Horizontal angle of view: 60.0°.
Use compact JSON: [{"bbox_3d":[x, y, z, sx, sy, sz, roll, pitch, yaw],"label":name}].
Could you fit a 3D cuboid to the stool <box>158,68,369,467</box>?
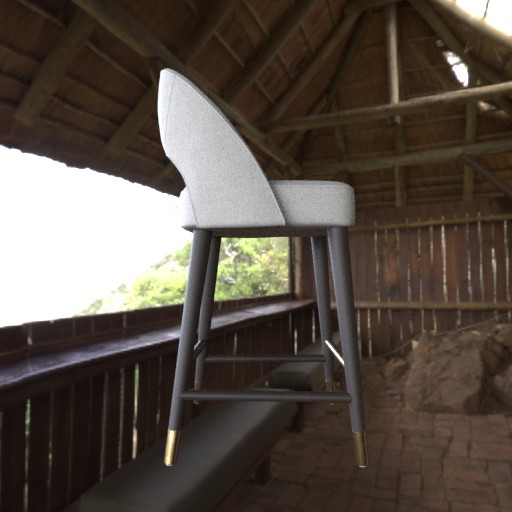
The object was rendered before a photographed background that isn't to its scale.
[{"bbox_3d":[0.000,0.000,1.212,0.509,0.940,0.494,0,-1,1],"label":"stool"}]
